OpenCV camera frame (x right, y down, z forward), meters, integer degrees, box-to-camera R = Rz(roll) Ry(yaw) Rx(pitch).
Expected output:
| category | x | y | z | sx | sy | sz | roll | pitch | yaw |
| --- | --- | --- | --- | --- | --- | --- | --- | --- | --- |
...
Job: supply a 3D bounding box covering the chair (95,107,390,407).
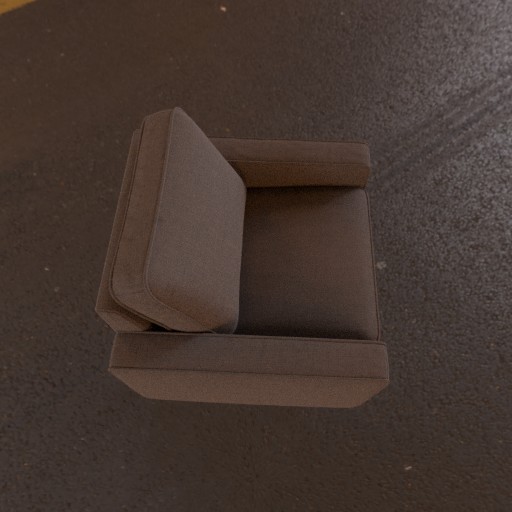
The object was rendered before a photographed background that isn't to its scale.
| category | x | y | z | sx | sy | sz | roll | pitch | yaw |
| --- | --- | --- | --- | --- | --- | --- | --- | --- | --- |
| chair | 0.000 | 0.000 | 1.740 | 0.940 | 0.919 | 1.017 | 2 | 63 | 1 |
